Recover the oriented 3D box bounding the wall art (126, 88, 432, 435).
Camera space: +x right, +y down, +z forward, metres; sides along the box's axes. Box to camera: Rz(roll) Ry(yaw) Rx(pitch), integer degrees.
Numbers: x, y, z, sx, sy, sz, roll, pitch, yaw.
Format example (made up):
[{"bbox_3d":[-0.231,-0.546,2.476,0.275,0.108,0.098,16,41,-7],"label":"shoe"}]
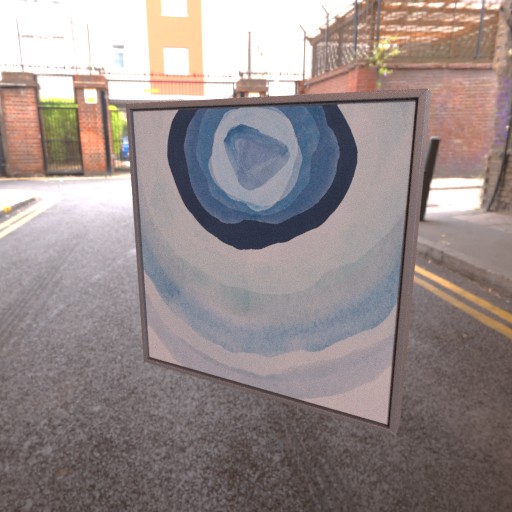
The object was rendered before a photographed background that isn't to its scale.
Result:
[{"bbox_3d":[0.000,0.000,0.517,0.349,0.349,0.028,8,17,27],"label":"wall art"}]
